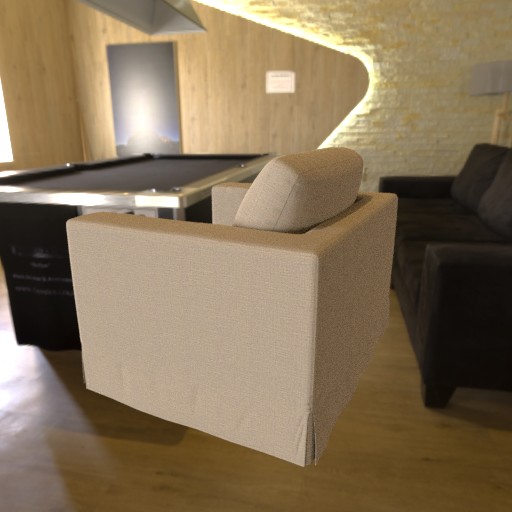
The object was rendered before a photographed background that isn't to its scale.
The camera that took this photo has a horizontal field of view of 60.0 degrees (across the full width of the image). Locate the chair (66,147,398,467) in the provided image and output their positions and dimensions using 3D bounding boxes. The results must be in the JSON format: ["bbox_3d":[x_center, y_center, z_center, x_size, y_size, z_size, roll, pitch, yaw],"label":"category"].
[{"bbox_3d":[0.000,0.000,1.857,0.957,0.878,1.150,8,19,26],"label":"chair"}]
